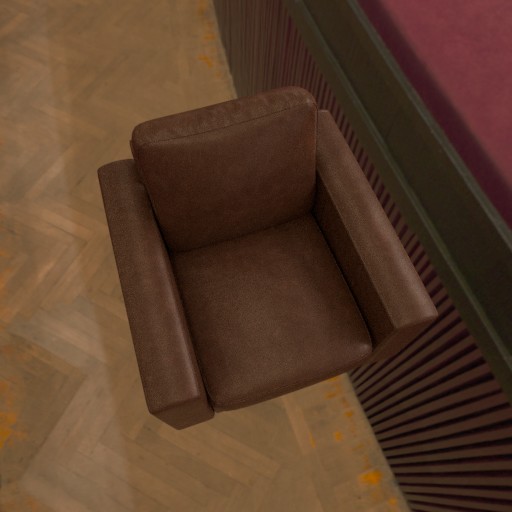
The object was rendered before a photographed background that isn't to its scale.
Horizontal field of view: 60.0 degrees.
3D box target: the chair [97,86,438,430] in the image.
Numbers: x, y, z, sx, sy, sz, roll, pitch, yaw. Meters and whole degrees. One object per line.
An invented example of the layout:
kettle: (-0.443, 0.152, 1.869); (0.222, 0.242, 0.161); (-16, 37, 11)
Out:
chair: (0.000, 0.000, 1.720); (1.005, 0.873, 1.016); (-17, 65, -8)
